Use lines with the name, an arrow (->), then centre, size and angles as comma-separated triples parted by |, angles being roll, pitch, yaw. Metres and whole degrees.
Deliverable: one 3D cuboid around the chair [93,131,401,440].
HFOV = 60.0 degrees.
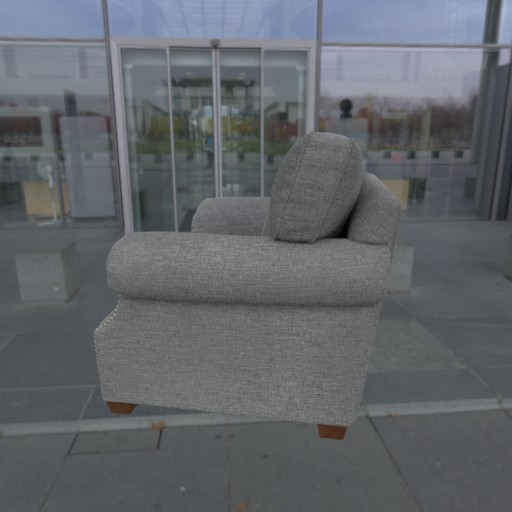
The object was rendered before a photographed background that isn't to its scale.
chair -> 0.000, 0.000, 1.785 | 0.965, 0.961, 1.092 | 3, 15, 10
